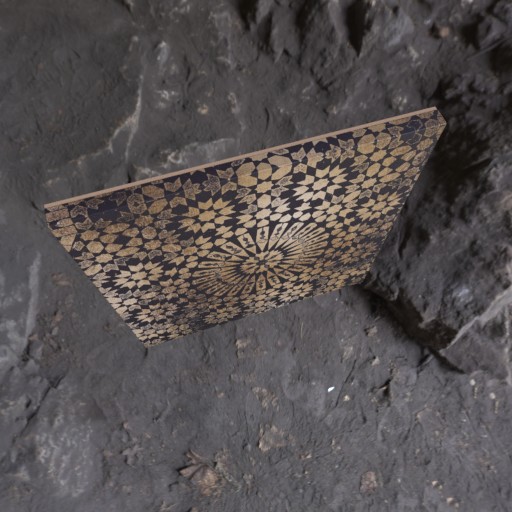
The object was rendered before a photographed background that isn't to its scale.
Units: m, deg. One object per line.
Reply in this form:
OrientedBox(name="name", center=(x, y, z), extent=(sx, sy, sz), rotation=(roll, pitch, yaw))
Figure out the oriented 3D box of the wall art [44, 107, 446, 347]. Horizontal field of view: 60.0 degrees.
OrientedBox(name="wall art", center=(0.000, 0.000, 0.925), extent=(0.612, 0.612, 0.038), rotation=(-16, 64, -8))
